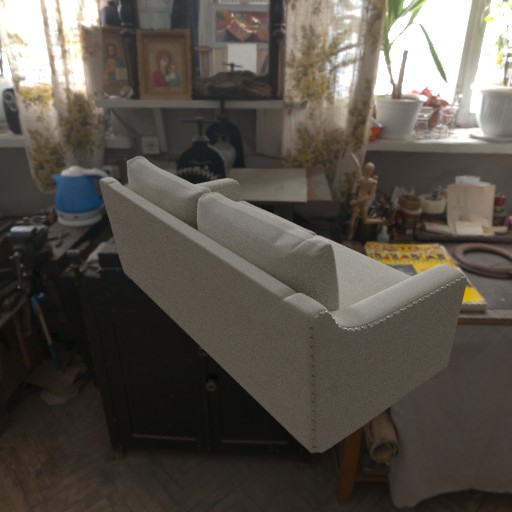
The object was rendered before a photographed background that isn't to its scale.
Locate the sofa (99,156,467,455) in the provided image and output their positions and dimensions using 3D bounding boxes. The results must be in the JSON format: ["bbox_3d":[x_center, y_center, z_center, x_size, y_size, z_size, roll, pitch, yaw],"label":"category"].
[{"bbox_3d":[0.000,0.000,2.701,1.104,0.983,2.107,-18,32,-33],"label":"sofa"}]
